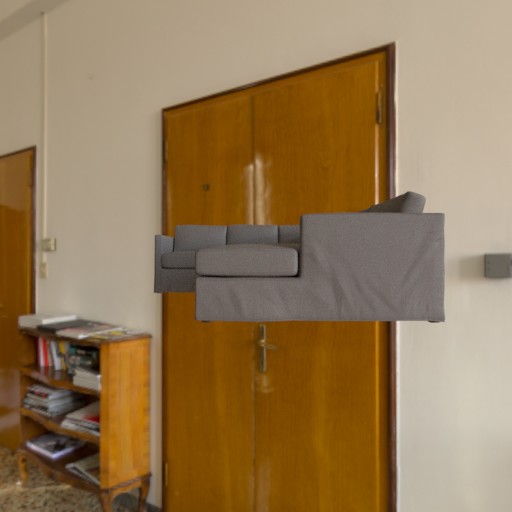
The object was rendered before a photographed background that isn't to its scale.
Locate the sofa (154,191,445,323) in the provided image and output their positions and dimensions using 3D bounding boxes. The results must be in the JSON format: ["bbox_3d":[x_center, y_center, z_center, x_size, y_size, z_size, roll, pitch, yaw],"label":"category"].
[{"bbox_3d":[0.000,0.000,4.508,2.427,0.882,3.460,0,0,0],"label":"sofa"}]
